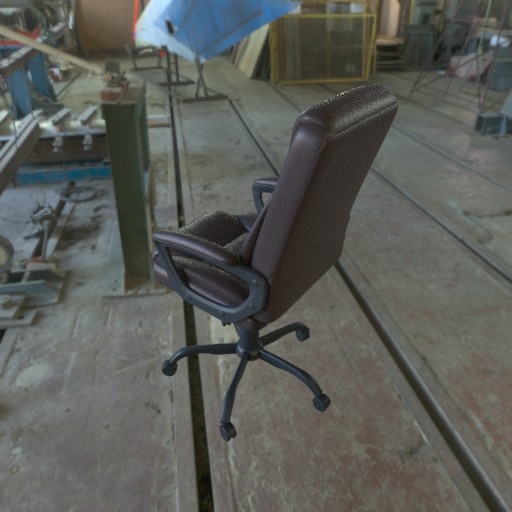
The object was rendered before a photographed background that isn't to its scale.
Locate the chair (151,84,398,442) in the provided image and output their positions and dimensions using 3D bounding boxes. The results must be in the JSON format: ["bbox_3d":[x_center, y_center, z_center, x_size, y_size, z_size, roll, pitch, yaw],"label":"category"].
[{"bbox_3d":[0.000,0.000,1.449,0.655,1.072,0.615,19,35,29],"label":"chair"}]
